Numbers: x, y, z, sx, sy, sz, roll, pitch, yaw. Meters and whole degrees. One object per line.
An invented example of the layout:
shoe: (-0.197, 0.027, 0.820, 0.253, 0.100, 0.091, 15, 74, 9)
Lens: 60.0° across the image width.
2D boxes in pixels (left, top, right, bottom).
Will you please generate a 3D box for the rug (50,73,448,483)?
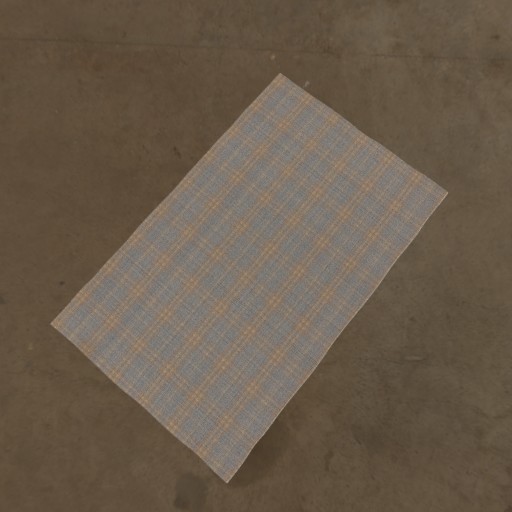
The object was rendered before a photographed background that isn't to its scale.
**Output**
rug: (0.000, 0.000, 3.050, 1.545, 0.016, 2.460, 38, 80, 8)
